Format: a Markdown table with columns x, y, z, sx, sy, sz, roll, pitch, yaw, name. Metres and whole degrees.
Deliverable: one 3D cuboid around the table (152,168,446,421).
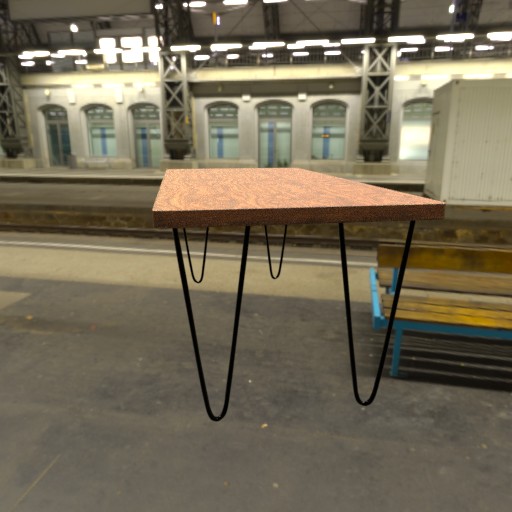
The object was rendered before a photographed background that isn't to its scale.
| x | y | z | sx | sy | sz | roll | pitch | yaw | name |
| --- | --- | --- | --- | --- | --- | --- | --- | --- | --- |
| 0.000 | 0.000 | 2.219 | 0.883 | 0.753 | 1.791 | -3 | 15 | -9 | table |
